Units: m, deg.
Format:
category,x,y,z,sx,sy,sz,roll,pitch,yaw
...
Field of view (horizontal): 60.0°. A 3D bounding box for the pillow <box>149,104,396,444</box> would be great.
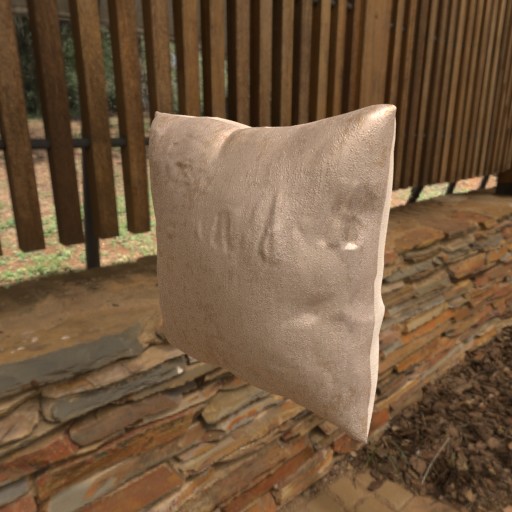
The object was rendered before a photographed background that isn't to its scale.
category,x,y,z,sx,sy,sz,roll,pitch,yaw
pillow,0.000,0.000,0.705,0.450,0.448,0.245,16,23,41
